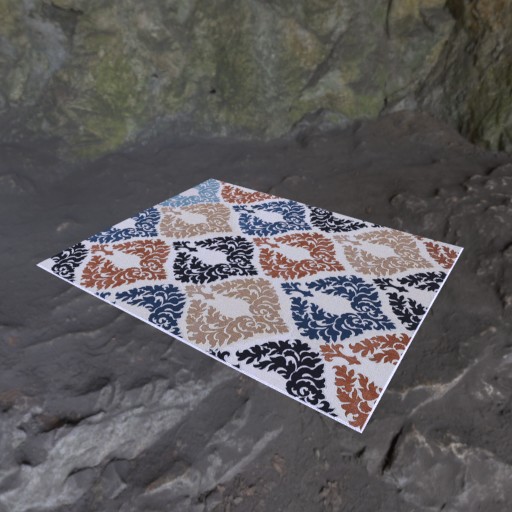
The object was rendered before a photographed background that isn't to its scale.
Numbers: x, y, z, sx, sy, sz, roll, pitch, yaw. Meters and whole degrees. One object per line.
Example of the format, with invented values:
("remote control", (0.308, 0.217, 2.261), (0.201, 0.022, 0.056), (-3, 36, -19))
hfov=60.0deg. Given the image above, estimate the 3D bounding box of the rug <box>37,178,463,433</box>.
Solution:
("rug", (0.000, 0.000, 4.012), (3.040, 0.014, 2.423), (20, 37, 29))
